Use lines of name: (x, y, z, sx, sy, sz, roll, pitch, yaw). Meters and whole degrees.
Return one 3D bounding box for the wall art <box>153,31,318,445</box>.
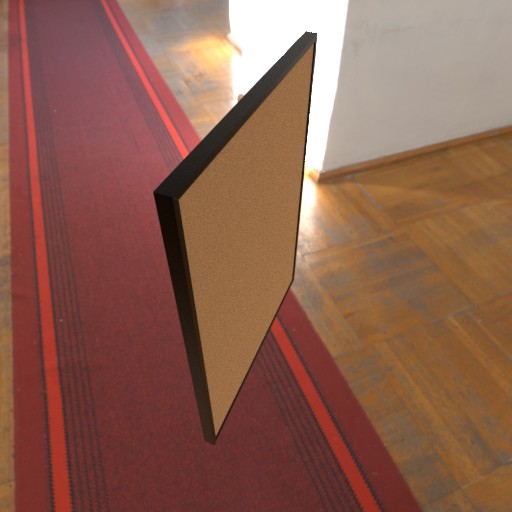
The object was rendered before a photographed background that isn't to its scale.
wall art: (0.000, 0.000, 1.379, 0.040, 1.062, 0.805, 17, 48, 16)
